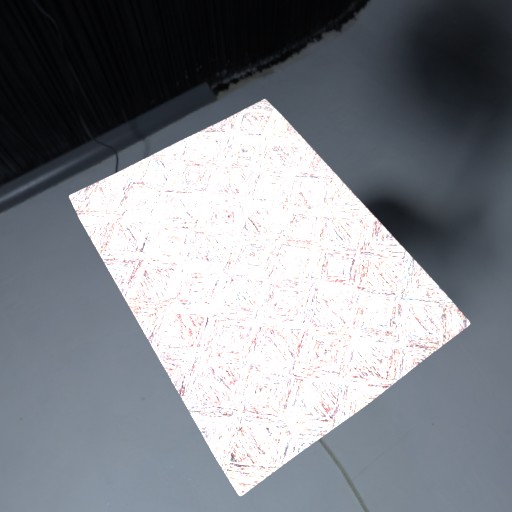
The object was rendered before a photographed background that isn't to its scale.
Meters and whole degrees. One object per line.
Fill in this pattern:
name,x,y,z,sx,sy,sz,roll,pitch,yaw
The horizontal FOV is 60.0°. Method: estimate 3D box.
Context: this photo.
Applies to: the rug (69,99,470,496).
rug,0.000,0.000,4.177,2.436,0.024,3.226,-31,68,-14
